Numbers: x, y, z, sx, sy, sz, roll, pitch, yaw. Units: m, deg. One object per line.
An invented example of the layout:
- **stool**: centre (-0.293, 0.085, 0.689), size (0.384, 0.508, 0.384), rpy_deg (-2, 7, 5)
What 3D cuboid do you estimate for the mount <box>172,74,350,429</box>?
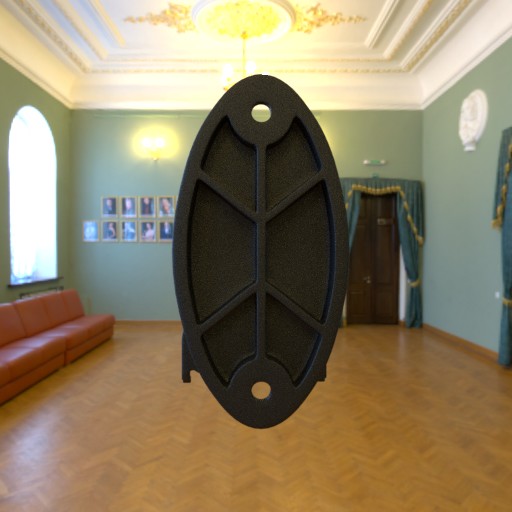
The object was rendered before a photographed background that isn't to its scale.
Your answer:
- **mount**: centre (0.000, 0.000, 0.180), size (0.066, 0.118, 0.100), rpy_deg (0, 1, -2)
